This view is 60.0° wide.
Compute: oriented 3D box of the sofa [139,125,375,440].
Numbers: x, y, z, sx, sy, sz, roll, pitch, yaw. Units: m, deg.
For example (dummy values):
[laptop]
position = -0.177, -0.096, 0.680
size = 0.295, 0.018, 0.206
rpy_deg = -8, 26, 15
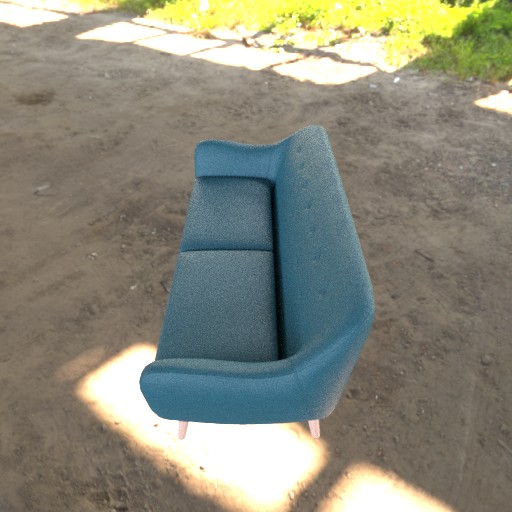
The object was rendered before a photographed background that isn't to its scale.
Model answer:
[sofa]
position = 0.000, 0.000, 2.289
size = 0.820, 0.836, 1.840
rpy_deg = 0, 39, 0
